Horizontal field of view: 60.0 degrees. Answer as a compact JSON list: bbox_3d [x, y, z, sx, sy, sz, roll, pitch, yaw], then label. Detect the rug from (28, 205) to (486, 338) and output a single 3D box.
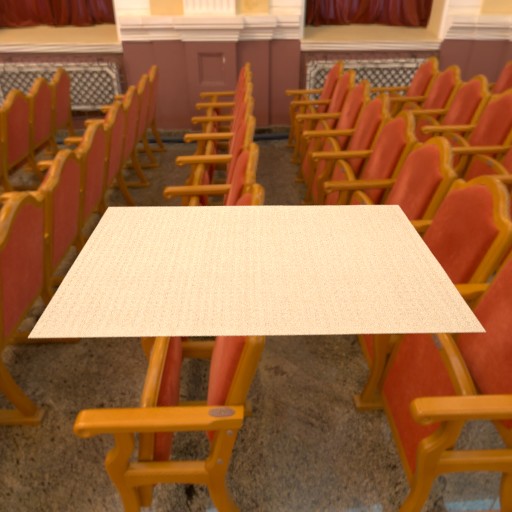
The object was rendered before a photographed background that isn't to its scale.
[{"bbox_3d":[0.000,0.000,2.853,2.289,0.006,1.523,-1,31,-1],"label":"rug"}]
